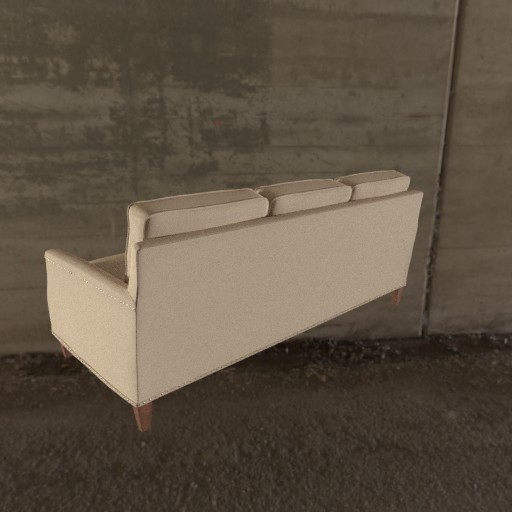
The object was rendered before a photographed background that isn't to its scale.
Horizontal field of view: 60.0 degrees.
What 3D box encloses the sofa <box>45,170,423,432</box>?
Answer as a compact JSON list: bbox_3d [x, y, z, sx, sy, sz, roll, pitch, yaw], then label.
[{"bbox_3d":[0.000,0.000,2.800,2.246,1.003,1.084,-15,22,-41],"label":"sofa"}]
